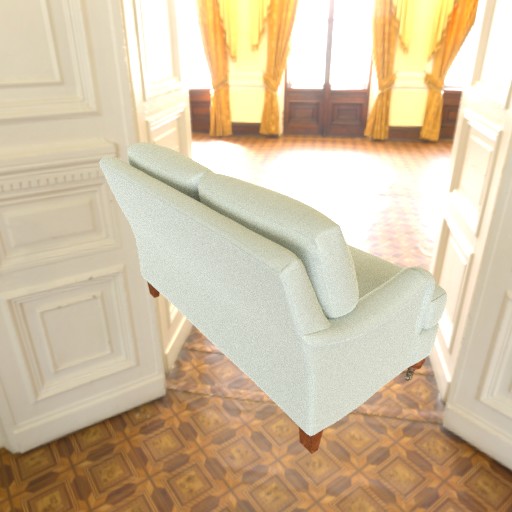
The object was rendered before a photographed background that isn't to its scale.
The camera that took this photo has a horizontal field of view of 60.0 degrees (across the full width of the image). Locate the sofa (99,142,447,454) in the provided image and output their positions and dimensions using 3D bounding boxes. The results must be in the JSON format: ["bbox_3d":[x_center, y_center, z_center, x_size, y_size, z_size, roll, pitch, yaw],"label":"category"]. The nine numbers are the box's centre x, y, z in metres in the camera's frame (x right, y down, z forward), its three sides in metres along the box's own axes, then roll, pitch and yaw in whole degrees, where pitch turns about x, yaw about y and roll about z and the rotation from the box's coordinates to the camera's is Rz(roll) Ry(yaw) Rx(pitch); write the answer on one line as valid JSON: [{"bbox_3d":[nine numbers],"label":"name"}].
[{"bbox_3d":[0.000,0.000,2.540,1.084,1.101,1.853,-18,32,-32],"label":"sofa"}]
